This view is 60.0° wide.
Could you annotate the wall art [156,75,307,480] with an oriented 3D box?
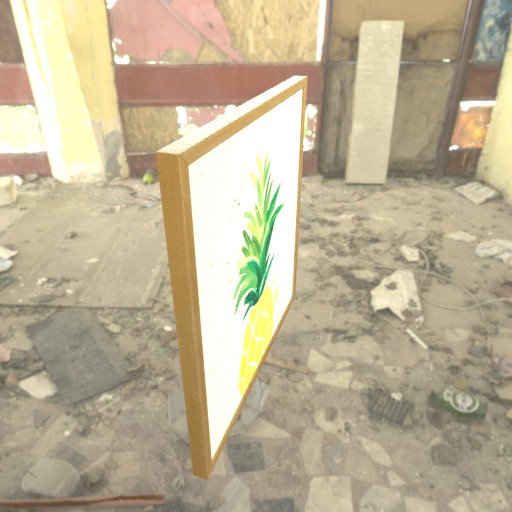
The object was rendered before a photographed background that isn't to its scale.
[{"bbox_3d":[0.000,0.000,1.135,0.037,0.760,0.762,10,32,17],"label":"wall art"}]
